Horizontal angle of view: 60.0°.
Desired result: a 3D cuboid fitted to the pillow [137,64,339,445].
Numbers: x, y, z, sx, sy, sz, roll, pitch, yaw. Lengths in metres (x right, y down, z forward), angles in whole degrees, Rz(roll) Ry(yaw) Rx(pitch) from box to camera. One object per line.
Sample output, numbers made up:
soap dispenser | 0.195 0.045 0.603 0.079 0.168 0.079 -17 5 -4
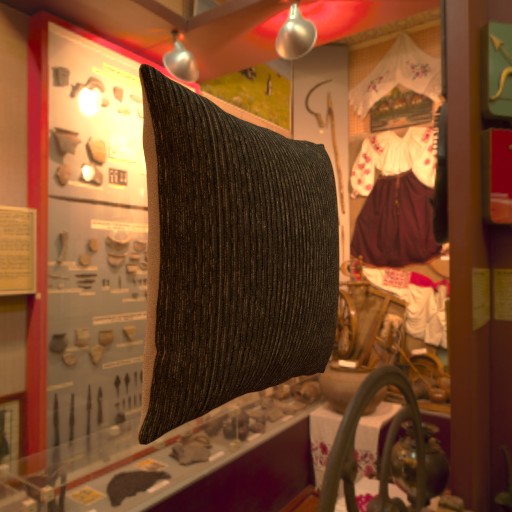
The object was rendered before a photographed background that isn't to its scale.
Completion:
pillow | 0.000 0.000 0.669 0.196 0.434 0.433 -1 -1 37
